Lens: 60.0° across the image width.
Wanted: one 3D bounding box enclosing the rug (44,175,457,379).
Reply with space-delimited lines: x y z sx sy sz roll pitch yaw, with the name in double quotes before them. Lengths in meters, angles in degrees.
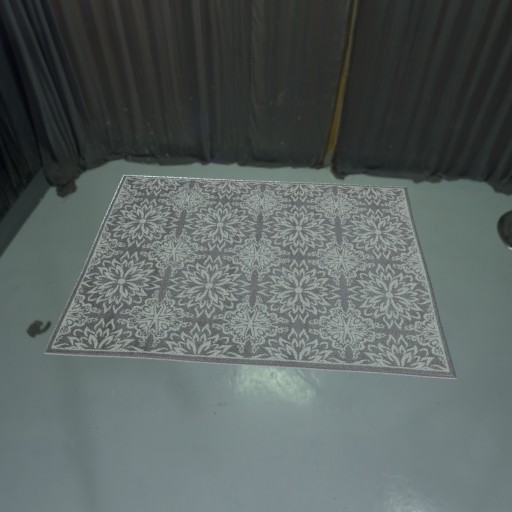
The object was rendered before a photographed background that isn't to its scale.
"rug" 0.000 0.000 2.911 2.213 0.014 1.608 3 47 3
